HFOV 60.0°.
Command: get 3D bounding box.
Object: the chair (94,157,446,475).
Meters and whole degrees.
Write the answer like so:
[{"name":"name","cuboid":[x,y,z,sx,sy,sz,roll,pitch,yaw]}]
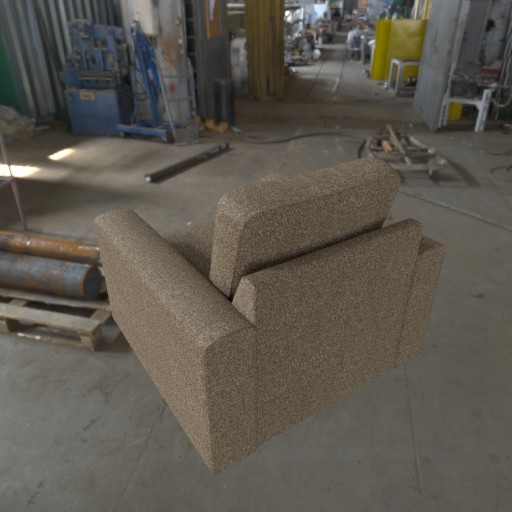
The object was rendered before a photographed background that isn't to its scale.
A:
[{"name":"chair","cuboid":[0.000,0.000,1.791,1.005,0.873,1.016,-18,35,-29]}]
